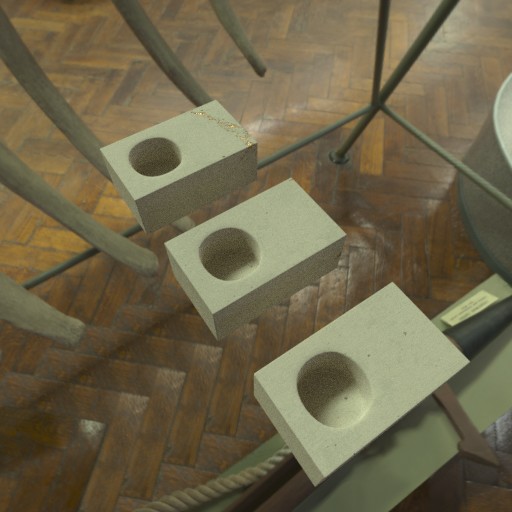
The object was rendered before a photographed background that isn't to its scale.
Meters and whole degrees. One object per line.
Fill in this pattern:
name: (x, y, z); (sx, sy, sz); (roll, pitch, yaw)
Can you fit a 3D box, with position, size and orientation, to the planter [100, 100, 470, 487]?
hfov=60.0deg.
planter: (0.000, 0.000, 0.378); (0.127, 0.051, 0.333); (-30, 62, -18)
